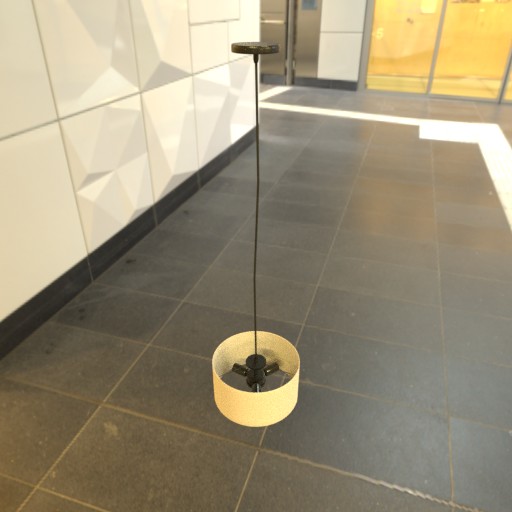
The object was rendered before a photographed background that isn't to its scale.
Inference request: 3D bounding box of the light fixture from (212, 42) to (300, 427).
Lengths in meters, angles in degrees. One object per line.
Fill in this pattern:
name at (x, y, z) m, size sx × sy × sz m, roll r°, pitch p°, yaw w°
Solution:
light fixture at (0.000, 0.000, 1.750) m, size 0.399 × 1.516 × 0.399 m, roll 0°, pitch 30°, yaw 0°
